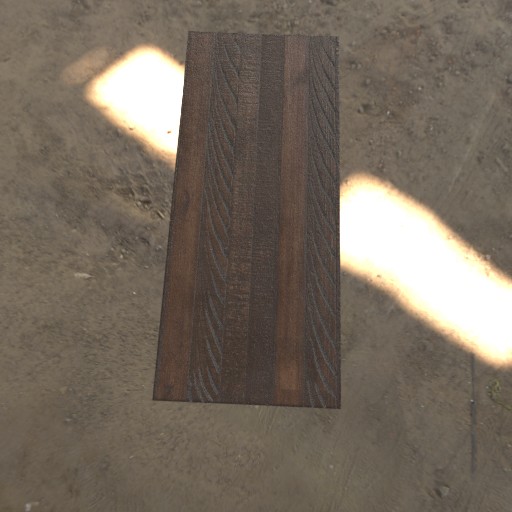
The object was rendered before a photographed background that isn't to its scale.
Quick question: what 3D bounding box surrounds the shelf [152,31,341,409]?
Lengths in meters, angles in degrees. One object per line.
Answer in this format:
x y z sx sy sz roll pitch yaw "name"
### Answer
0.000 0.000 1.387 0.352 0.947 0.822 2 75 1 "shelf"
